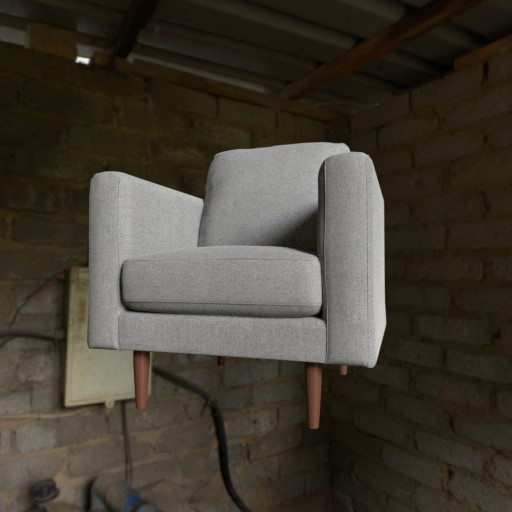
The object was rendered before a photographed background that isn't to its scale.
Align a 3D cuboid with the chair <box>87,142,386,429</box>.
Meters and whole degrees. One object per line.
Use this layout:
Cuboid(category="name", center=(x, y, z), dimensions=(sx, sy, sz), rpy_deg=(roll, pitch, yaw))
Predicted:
Cuboid(category="chair", center=(0.000, 0.000, 1.563), dimensions=(0.855, 0.927, 0.800), rpy_deg=(-1, -2, 18))
